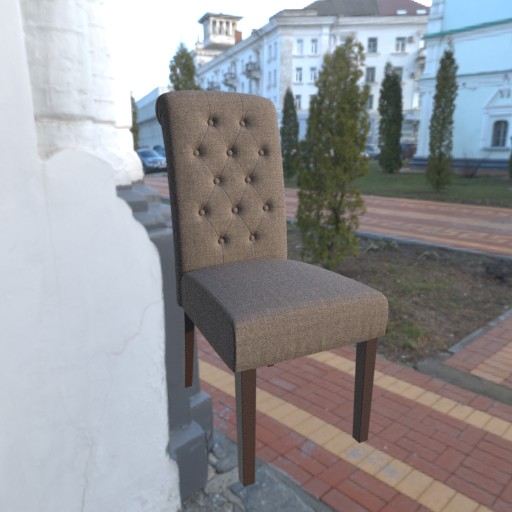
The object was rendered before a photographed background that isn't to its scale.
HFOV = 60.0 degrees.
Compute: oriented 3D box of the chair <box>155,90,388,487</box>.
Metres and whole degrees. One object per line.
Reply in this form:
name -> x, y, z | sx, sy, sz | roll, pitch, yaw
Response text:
chair -> 0.000, 0.000, 1.355 | 0.456, 1.006, 0.671 | -7, 15, -26
